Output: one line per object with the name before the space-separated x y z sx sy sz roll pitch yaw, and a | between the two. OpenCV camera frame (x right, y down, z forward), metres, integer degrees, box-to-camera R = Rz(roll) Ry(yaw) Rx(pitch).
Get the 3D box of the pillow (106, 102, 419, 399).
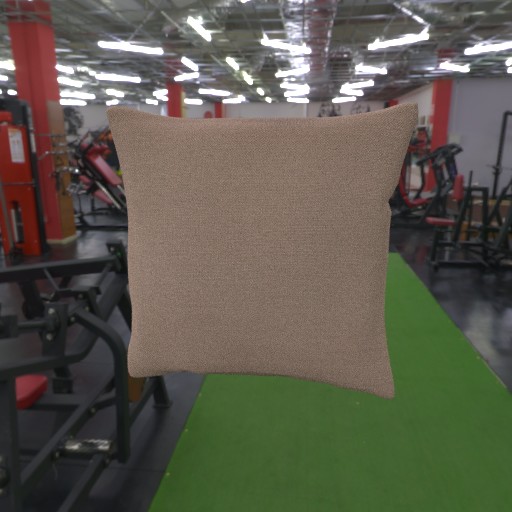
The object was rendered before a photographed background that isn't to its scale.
pillow | 0.000 0.000 0.739 0.478 0.479 0.158 2 15 8
